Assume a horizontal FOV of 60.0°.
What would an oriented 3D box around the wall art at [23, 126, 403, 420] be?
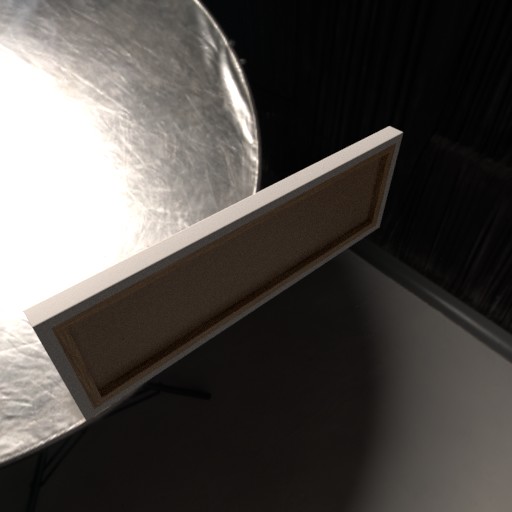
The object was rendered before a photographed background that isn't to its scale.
[{"bbox_3d":[0.000,0.000,0.831,0.763,0.255,0.038,-31,52,-28],"label":"wall art"}]
